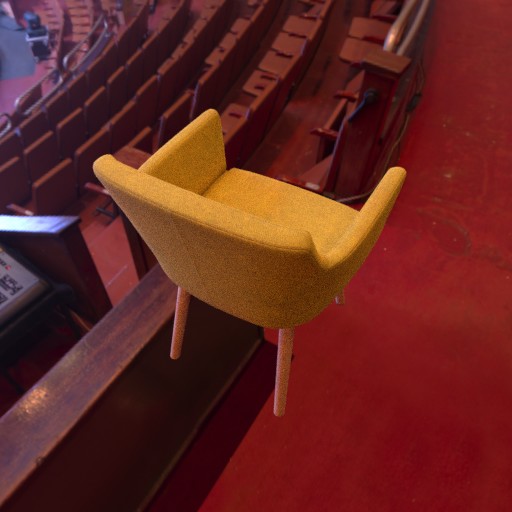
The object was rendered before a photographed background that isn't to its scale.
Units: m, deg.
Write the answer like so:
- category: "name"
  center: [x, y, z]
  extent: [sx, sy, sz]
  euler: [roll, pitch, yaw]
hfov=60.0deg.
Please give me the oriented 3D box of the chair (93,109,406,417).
- category: "chair"
  center: [0.000, 0.000, 1.190]
  extent: [0.570, 0.780, 0.570]
  euler: [23, 52, 20]
